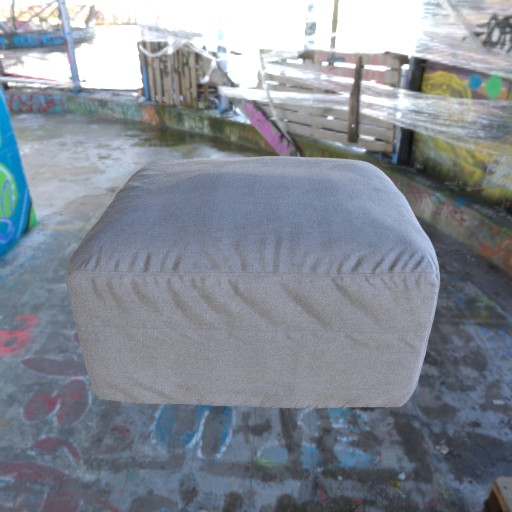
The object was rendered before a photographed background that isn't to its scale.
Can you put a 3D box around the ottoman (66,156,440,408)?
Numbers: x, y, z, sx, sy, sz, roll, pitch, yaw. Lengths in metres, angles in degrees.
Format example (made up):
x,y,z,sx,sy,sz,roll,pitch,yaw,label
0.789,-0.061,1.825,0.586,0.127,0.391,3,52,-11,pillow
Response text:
x,y,z,sx,sy,sz,roll,pitch,yaw,label
0.000,0.000,1.261,0.837,0.481,0.683,1,30,2,ottoman
